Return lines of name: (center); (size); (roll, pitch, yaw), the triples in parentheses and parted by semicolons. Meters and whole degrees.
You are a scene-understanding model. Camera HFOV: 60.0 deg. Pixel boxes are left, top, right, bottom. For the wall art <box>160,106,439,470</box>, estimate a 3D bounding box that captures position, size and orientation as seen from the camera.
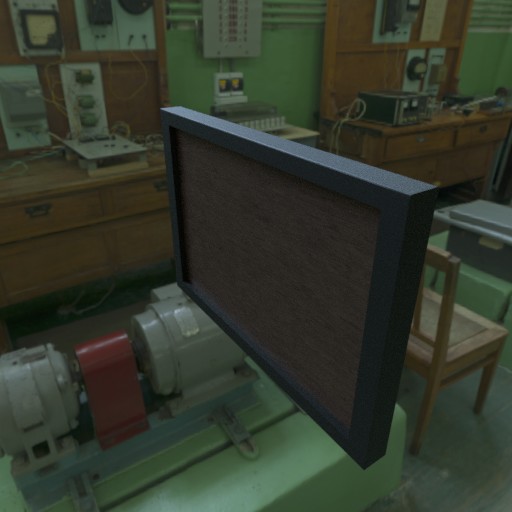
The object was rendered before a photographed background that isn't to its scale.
wall art: (0.000, 0.000, 0.847); (0.051, 0.456, 0.671); (-18, 33, -30)
